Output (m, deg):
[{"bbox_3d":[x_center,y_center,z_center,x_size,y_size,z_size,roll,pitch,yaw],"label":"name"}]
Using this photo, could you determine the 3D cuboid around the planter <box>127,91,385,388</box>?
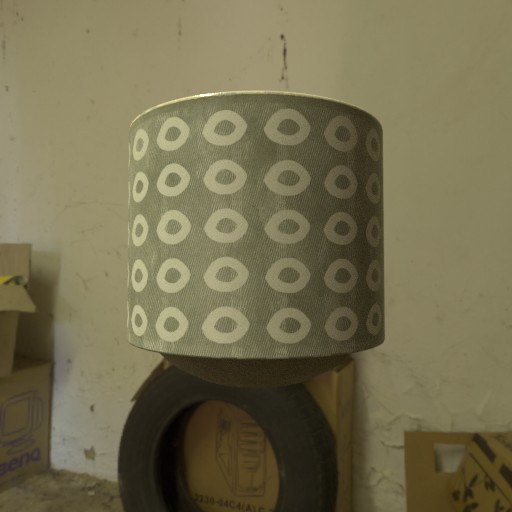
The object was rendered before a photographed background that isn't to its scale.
[{"bbox_3d":[0.000,0.000,0.342,0.190,0.181,0.190,0,-2,0],"label":"planter"}]
